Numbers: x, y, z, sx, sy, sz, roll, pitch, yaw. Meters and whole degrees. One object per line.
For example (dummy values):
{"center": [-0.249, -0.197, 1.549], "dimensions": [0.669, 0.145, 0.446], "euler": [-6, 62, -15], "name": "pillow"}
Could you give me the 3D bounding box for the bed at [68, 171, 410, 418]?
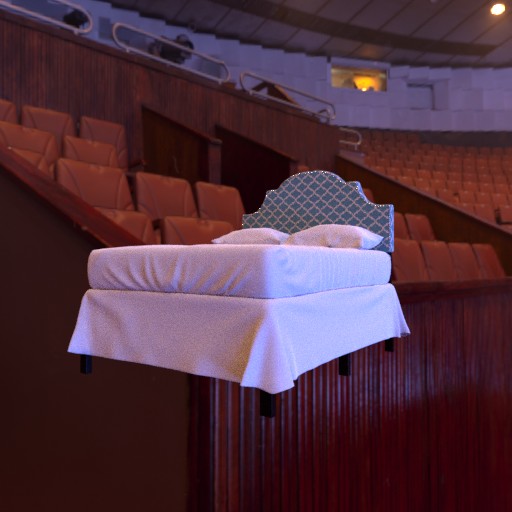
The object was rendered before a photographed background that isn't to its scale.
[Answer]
{"center": [0.000, 0.000, 3.456], "dimensions": [1.780, 1.633, 2.222], "euler": [0, -1, 34], "name": "bed"}
